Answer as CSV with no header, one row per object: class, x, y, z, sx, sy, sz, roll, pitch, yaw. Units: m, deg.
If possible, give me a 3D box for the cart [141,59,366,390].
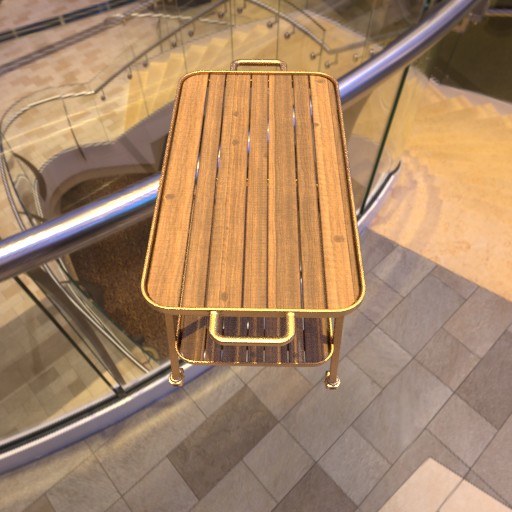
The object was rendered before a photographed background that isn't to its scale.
cart,0.000,0.000,1.252,0.524,0.700,0.806,1,57,1
